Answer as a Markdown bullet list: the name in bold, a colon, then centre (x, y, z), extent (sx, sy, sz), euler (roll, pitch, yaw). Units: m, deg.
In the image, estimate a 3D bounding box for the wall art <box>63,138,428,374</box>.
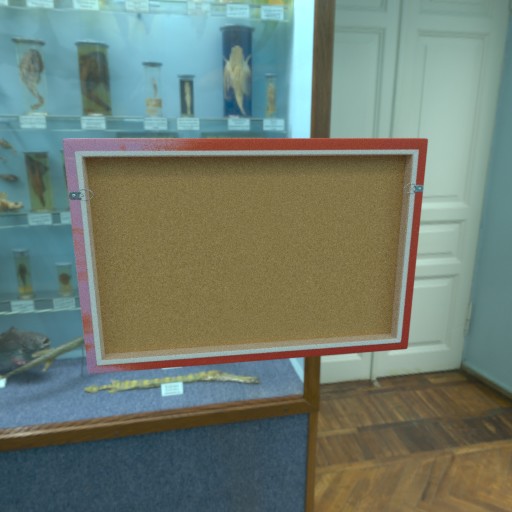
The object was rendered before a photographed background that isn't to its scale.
- **wall art**: centre (0.000, 0.000, 1.187), extent (0.913, 0.609, 0.040), euler (-2, 15, -9)
